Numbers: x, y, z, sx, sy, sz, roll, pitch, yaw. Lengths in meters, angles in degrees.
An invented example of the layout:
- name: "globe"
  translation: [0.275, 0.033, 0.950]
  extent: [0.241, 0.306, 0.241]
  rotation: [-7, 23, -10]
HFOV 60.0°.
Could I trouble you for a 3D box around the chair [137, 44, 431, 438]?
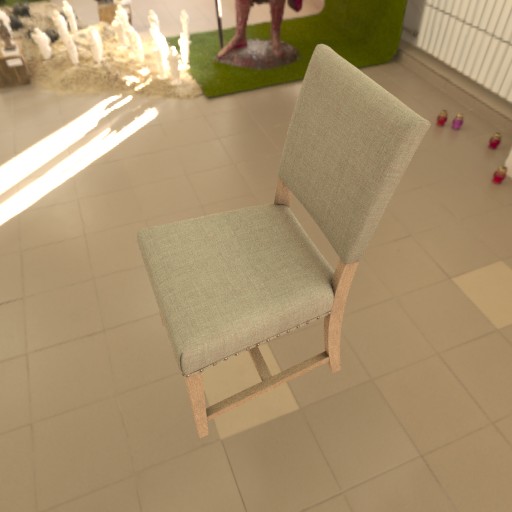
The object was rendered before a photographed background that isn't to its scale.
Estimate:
- name: "chair"
  translation: [0.000, 0.000, 1.314]
  extent: [0.622, 0.986, 0.508]
  rotation: [-17, 49, -15]
